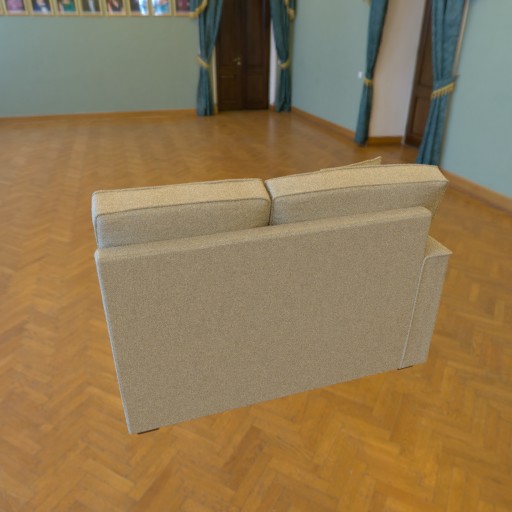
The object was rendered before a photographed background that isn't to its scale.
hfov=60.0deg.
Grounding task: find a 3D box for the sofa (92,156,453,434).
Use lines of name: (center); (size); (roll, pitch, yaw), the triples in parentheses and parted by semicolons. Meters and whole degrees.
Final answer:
sofa: (0.000, 0.000, 2.087); (1.388, 0.989, 0.991); (-9, 29, -16)
